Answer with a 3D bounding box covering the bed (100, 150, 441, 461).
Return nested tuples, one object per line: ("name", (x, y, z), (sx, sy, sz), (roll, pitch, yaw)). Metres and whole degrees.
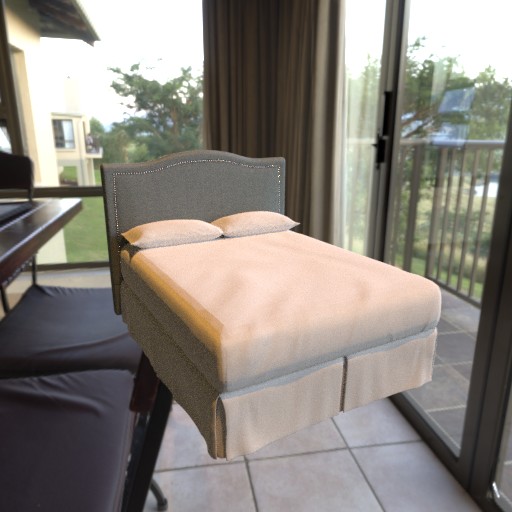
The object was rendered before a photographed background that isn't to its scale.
("bed", (0.000, 0.000, 3.318), (1.753, 1.460, 2.143), (-9, 18, -28))
